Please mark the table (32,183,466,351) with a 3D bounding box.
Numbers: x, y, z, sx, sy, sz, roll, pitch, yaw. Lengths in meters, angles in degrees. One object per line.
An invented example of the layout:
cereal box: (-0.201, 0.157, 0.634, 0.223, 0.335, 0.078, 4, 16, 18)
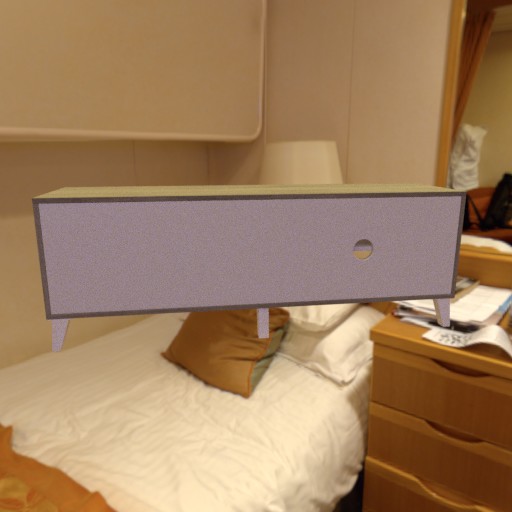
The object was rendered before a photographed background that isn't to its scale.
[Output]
table: (0.000, 0.000, 1.770, 1.500, 0.530, 0.400, -2, 14, -8)
